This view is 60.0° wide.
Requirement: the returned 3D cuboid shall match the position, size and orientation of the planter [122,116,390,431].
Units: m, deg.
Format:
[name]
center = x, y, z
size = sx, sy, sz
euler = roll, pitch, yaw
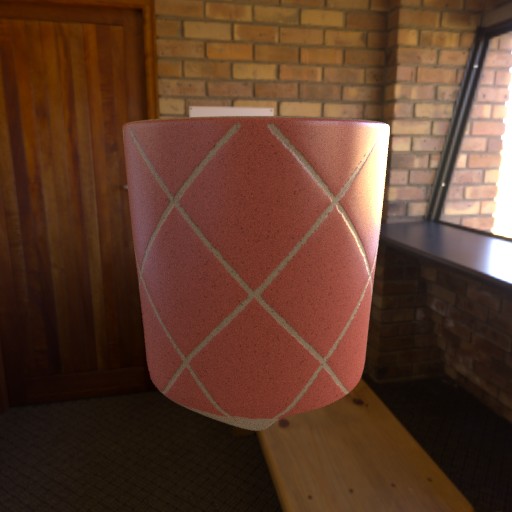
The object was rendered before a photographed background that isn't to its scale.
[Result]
[planter]
center = 0.000, 0.000, 0.418
size = 0.227, 0.235, 0.227
euler = 0, 13, 0
